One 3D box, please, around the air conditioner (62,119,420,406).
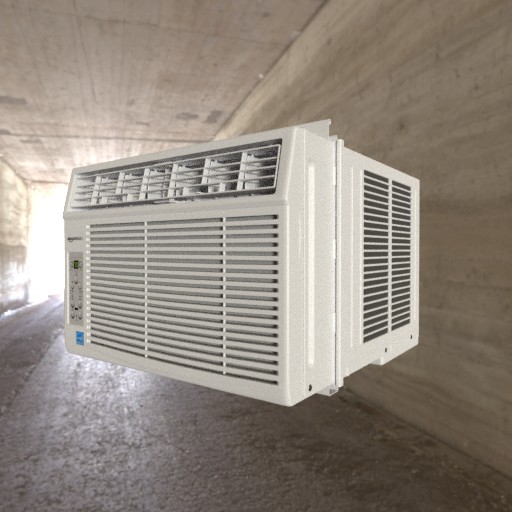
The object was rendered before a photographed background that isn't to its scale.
[{"bbox_3d":[0.000,0.000,0.883,0.503,0.388,0.546,1,1,36],"label":"air conditioner"}]
